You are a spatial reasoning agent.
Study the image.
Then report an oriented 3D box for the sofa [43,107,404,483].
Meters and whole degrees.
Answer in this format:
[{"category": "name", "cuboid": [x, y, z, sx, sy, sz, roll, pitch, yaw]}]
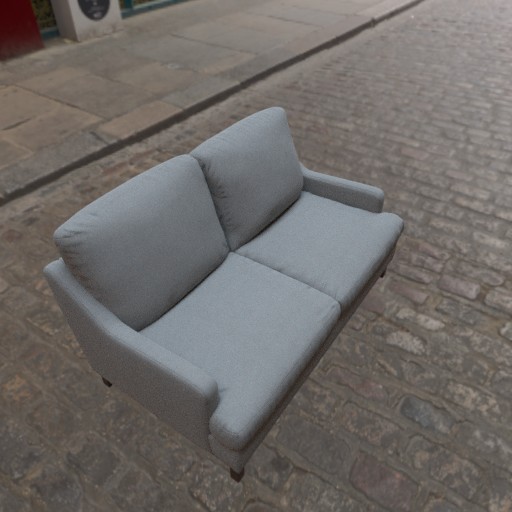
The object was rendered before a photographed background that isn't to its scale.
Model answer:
[{"category": "sofa", "cuboid": [0.000, 0.000, 2.172, 0.987, 0.921, 1.589, 24, 46, 26]}]
